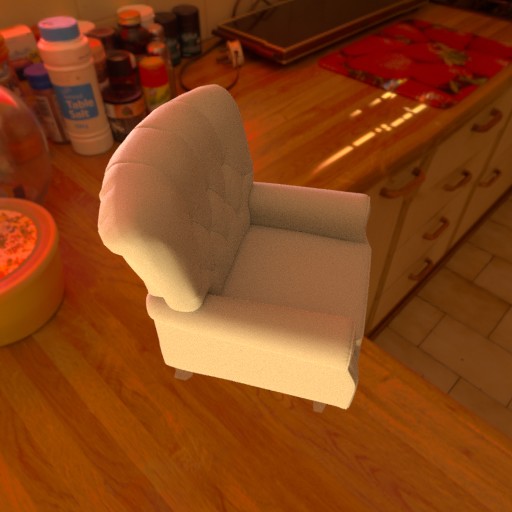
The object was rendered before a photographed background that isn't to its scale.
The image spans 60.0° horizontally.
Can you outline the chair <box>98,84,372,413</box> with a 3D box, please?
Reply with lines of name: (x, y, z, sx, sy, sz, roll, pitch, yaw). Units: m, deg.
chair: (0.000, 0.000, 2.103, 1.128, 1.217, 1.090, 10, 47, 10)
